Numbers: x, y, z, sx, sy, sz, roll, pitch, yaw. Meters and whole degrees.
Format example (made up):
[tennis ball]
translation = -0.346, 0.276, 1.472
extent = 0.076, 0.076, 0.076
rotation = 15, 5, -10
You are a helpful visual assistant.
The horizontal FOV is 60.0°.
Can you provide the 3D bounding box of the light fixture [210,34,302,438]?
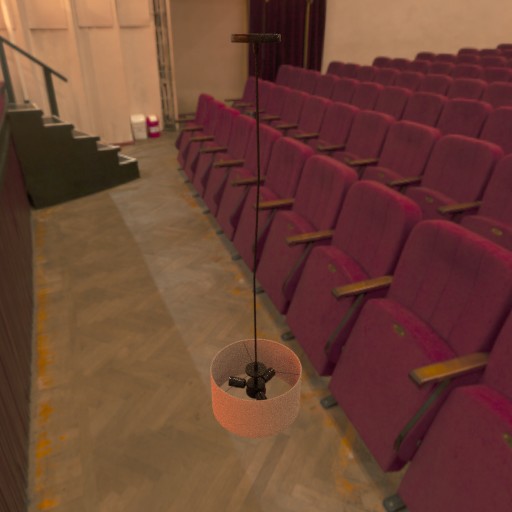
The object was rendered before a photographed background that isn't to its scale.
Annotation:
[light fixture]
translation = 0.000, 0.000, 1.693
extent = 0.399, 1.516, 0.399
rotation = 0, 27, 0
